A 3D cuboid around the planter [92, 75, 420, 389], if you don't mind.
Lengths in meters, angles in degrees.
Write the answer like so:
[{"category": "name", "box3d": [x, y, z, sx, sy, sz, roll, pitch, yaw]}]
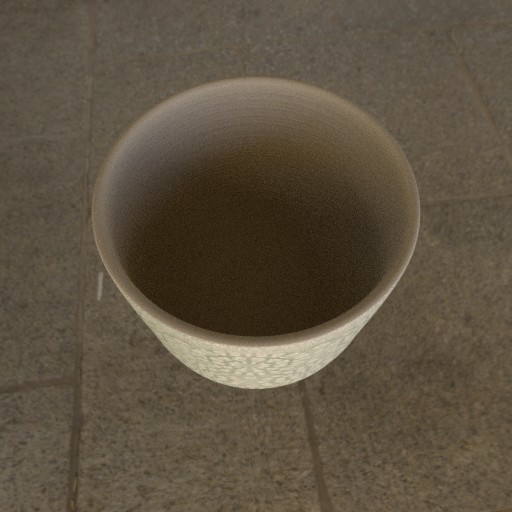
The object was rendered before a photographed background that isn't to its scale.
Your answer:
[{"category": "planter", "box3d": [0.000, 0.000, 0.298, 0.169, 0.153, 0.169, 0, 63, 0]}]
